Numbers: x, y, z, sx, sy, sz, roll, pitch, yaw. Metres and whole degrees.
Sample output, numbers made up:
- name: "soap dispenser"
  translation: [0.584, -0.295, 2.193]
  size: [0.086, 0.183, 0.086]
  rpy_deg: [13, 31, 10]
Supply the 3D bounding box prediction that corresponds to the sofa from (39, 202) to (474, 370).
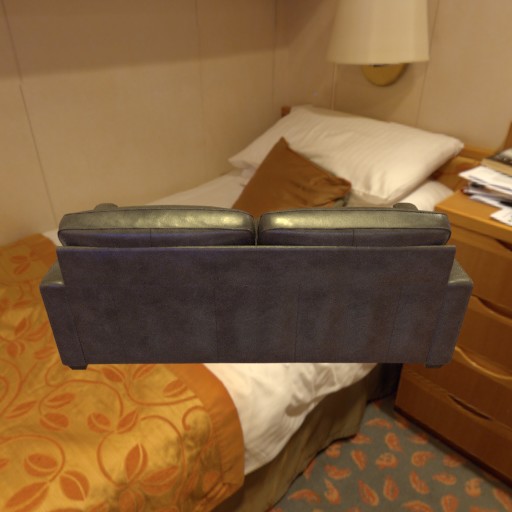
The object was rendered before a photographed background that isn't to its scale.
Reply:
- name: "sofa"
  translation: [0.000, 0.000, 2.529]
  size: [2.081, 0.916, 0.939]
  rpy_deg: [0, 31, 0]
